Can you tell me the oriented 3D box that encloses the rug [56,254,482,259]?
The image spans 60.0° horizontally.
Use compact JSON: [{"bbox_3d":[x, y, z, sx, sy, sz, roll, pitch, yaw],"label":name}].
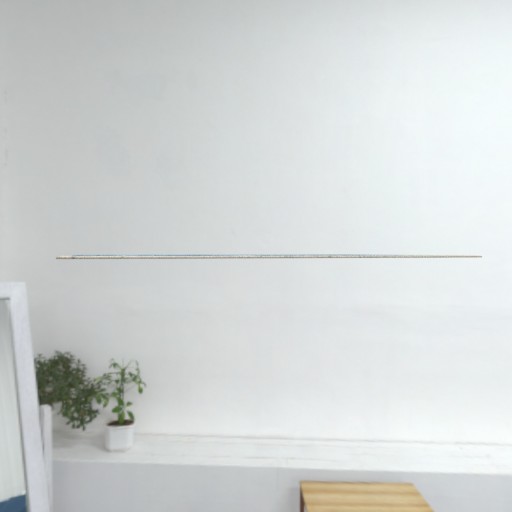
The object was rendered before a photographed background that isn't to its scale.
[{"bbox_3d":[0.000,0.000,2.357,1.836,0.009,1.232,0,0,-18],"label":"rug"}]
